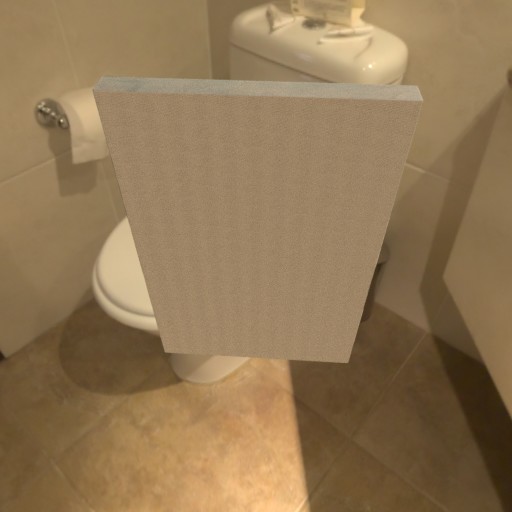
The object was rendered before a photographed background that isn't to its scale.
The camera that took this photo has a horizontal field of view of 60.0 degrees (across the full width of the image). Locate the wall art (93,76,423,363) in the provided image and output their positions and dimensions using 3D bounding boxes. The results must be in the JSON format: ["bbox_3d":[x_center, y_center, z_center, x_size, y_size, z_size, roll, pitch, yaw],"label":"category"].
[{"bbox_3d":[0.000,0.000,1.158,0.609,0.911,0.061,3,46,3],"label":"wall art"}]
